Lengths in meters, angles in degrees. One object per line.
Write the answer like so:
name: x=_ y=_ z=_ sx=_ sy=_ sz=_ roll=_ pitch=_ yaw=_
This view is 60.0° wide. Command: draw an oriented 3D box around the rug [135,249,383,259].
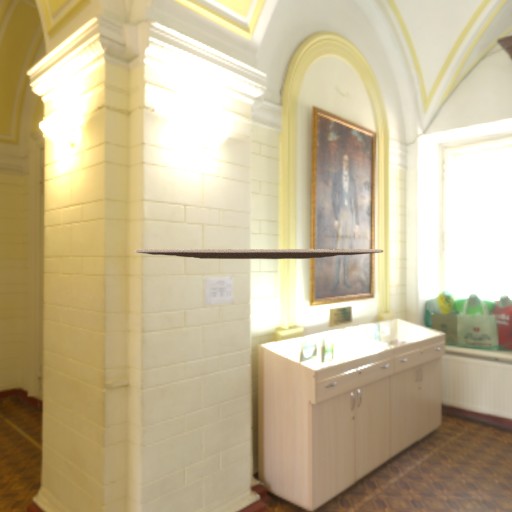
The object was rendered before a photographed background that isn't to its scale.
rug: x=0.000 y=0.000 z=2.690 sx=0.857 sy=0.018 sz=2.383 roll=0 pitch=-1 yaw=-1
